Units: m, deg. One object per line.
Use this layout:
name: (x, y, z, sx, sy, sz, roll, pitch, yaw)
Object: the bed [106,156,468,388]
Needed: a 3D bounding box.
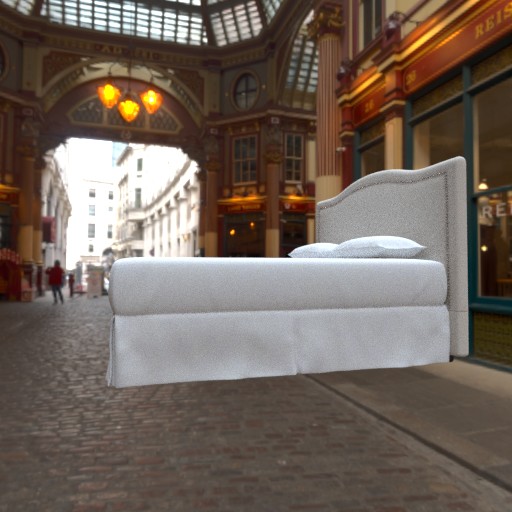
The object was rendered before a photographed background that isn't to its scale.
bed: (0.000, 0.000, 3.465, 2.182, 1.421, 2.083, 1, -2, -17)
